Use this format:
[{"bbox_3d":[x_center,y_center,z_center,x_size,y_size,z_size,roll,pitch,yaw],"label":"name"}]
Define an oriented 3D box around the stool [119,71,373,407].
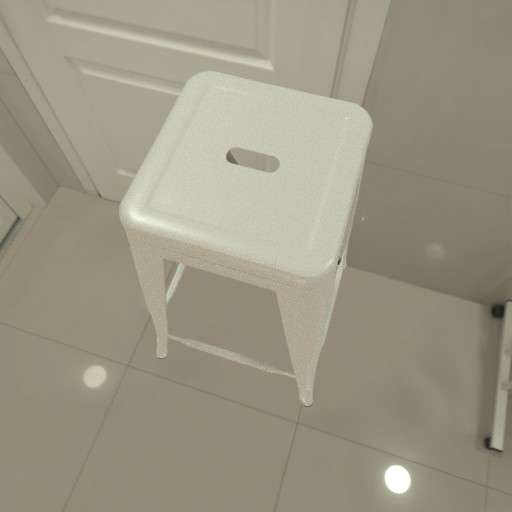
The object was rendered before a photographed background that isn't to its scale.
[{"bbox_3d":[0.000,0.000,0.904,0.406,0.610,0.406,16,64,8],"label":"stool"}]
